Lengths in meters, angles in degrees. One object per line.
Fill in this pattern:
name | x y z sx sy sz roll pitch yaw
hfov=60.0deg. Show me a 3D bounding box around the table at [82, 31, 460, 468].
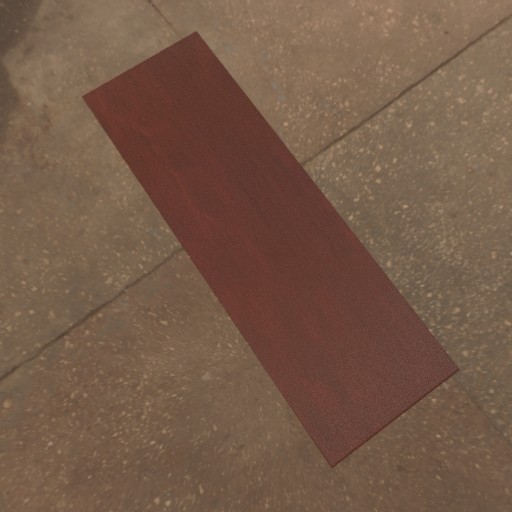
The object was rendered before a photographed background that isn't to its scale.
table | 0.000 0.000 1.528 0.392 0.739 1.188 -34 78 -8
